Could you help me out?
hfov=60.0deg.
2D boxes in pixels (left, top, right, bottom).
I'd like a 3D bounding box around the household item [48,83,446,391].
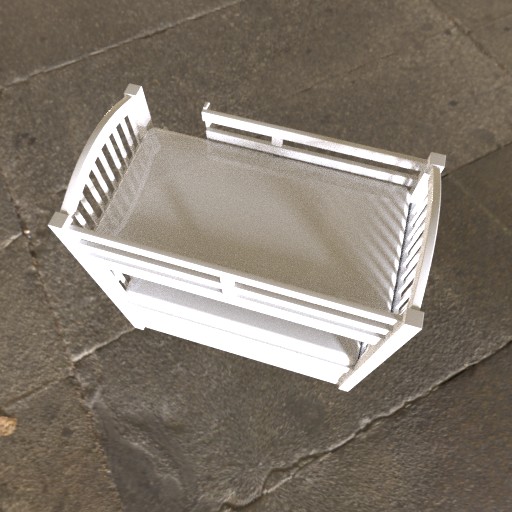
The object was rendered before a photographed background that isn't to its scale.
[{"bbox_3d":[0.000,0.000,3.355,2.032,2.032,1.143,15,65,7],"label":"household item"}]
